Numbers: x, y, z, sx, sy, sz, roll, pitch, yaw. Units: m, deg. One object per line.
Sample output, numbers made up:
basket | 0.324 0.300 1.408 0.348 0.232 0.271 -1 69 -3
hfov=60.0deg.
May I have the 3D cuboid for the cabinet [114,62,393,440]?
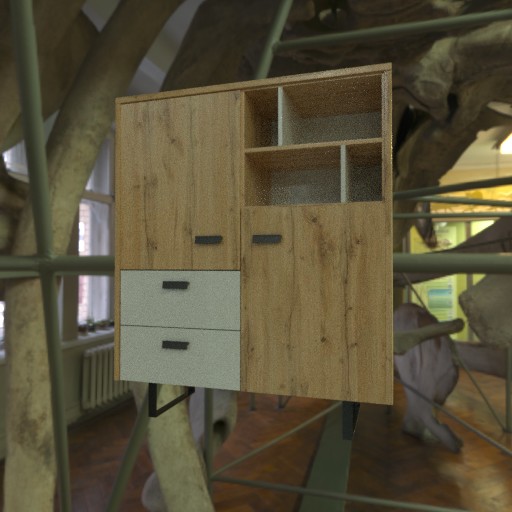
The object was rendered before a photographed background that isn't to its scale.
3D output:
cabinet | 0.000 0.000 1.983 1.168 1.397 0.473 0 -1 17
